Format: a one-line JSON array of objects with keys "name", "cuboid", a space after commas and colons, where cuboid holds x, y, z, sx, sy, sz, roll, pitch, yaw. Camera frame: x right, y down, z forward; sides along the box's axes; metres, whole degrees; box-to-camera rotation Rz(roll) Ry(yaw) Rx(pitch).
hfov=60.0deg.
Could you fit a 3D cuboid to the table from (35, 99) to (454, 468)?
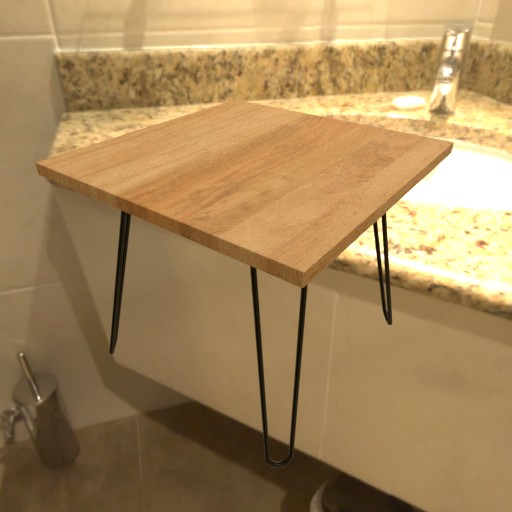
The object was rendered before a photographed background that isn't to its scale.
[{"name": "table", "cuboid": [0.000, 0.000, 1.025, 0.599, 0.500, 0.599, 22, 39, 30]}]
